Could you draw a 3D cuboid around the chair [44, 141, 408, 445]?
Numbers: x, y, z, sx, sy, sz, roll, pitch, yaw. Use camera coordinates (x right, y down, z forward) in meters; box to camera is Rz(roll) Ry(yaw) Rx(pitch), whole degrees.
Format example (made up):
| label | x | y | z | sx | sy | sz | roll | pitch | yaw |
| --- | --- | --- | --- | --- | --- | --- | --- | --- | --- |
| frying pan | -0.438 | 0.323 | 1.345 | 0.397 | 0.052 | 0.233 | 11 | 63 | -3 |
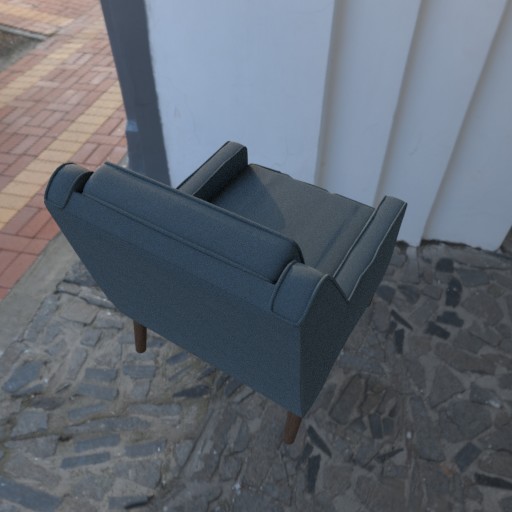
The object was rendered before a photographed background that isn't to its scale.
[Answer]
| label | x | y | z | sx | sy | sz | roll | pitch | yaw |
| --- | --- | --- | --- | --- | --- | --- | --- | --- | --- |
| chair | 0.000 | 0.000 | 1.299 | 0.663 | 0.780 | 0.733 | 24 | 51 | 21 |
